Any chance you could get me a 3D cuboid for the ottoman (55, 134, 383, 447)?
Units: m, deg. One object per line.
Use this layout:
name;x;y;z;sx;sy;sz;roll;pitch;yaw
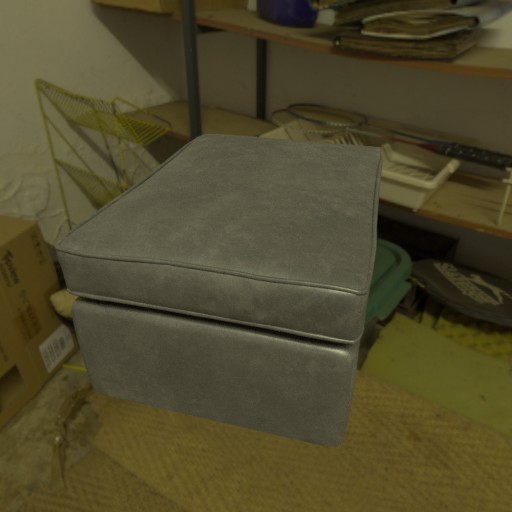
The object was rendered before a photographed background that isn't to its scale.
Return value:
ottoman;0.000;0.000;1.107;0.554;0.445;0.756;8;32;13
